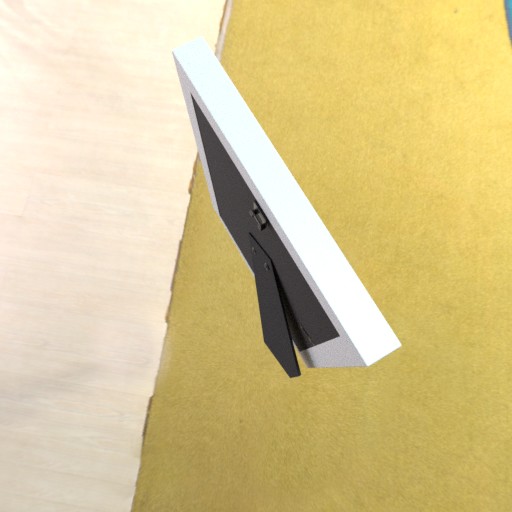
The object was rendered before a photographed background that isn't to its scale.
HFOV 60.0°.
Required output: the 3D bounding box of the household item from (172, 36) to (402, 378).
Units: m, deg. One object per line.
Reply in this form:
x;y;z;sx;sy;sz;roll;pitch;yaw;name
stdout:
0.000;0.000;0.349;0.045;0.250;0.200;-29;78;-7;household item
